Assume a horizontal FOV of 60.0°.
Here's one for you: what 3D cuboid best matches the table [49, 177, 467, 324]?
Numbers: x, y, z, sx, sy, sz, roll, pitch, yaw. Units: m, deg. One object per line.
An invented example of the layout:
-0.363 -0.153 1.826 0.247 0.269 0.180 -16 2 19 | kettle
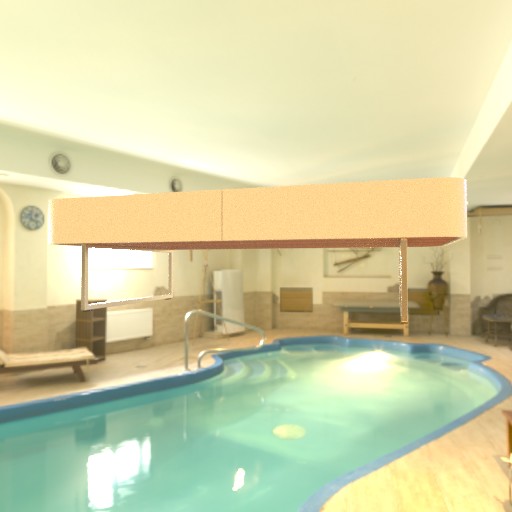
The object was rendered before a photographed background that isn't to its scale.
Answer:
0.000 0.000 1.455 1.200 0.340 0.600 0 -1 17 | table
